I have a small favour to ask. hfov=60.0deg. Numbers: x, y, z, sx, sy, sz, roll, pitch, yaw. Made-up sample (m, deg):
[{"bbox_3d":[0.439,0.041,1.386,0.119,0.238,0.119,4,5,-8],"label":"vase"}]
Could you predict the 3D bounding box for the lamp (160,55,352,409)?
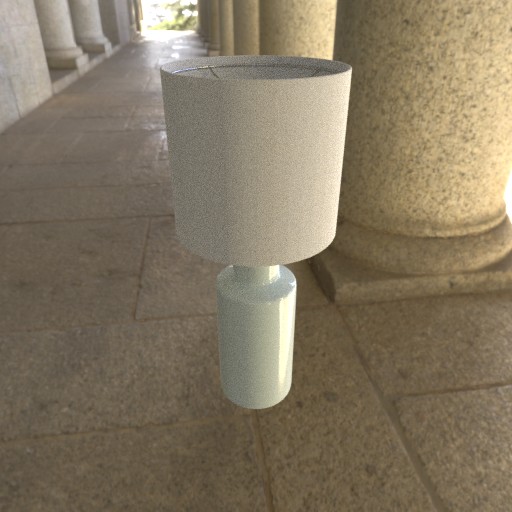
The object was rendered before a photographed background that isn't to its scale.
[{"bbox_3d":[0.000,0.000,0.619,0.212,0.493,0.212,-21,36,-32],"label":"lamp"}]
